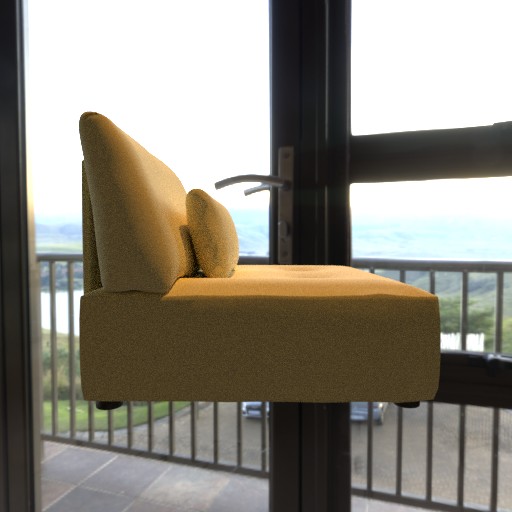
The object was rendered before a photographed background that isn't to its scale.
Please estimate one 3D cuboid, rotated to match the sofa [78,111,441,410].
[{"bbox_3d":[0.000,0.000,1.644,1.000,0.820,0.930,0,2,0],"label":"sofa"}]
